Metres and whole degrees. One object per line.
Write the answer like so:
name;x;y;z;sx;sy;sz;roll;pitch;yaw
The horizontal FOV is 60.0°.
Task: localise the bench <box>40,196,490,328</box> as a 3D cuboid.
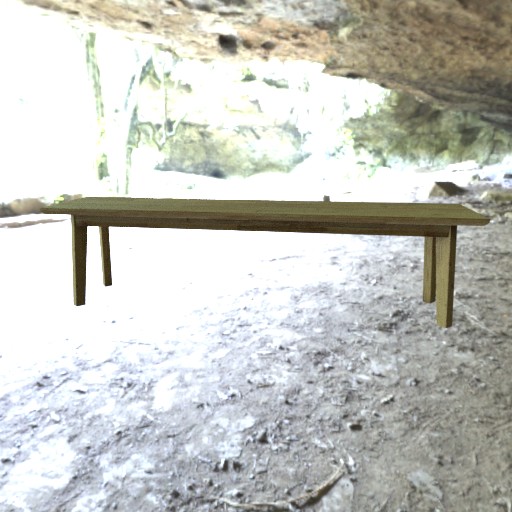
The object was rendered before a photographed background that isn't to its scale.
bench;0.000;0.000;1.889;1.698;0.431;0.378;2;15;8
